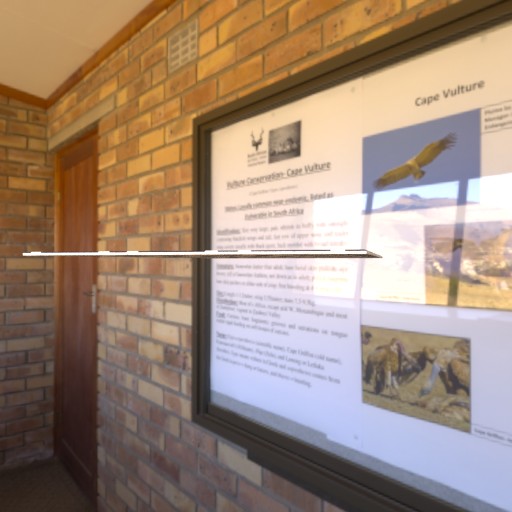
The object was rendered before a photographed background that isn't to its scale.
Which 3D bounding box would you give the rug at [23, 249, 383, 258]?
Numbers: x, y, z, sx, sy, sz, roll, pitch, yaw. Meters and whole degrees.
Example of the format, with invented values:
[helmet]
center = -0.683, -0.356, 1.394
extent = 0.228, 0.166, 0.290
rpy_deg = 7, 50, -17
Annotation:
[rug]
center = 0.000, 0.000, 2.916
extent = 1.555, 0.016, 2.286
rpy_deg = 0, -1, 17
